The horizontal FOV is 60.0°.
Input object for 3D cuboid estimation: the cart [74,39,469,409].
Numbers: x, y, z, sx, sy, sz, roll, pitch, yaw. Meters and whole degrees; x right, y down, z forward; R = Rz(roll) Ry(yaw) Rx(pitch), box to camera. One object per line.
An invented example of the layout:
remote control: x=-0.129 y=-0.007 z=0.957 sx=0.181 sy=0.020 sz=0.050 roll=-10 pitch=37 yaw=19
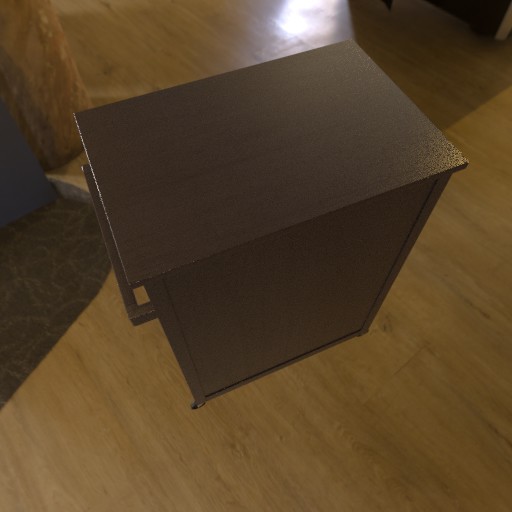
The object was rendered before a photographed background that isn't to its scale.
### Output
cart: x=0.000 y=0.000 z=1.244 sx=0.690 sy=0.878 sz=0.449 roll=-20 pitch=60 yaw=-12
